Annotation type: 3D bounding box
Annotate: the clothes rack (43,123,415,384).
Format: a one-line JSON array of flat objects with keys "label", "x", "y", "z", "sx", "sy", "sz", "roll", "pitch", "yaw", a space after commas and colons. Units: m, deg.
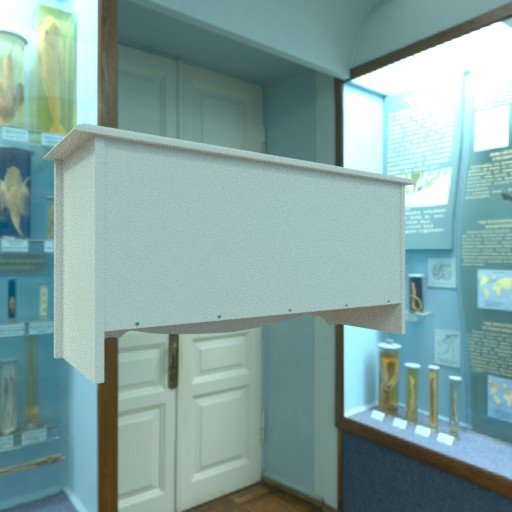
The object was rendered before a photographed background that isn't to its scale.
[{"label": "clothes rack", "x": 0.000, "y": 0.000, "z": 1.336, "sx": 1.120, "sy": 0.531, "sz": 0.324, "roll": 0, "pitch": 0, "yaw": -36}]
